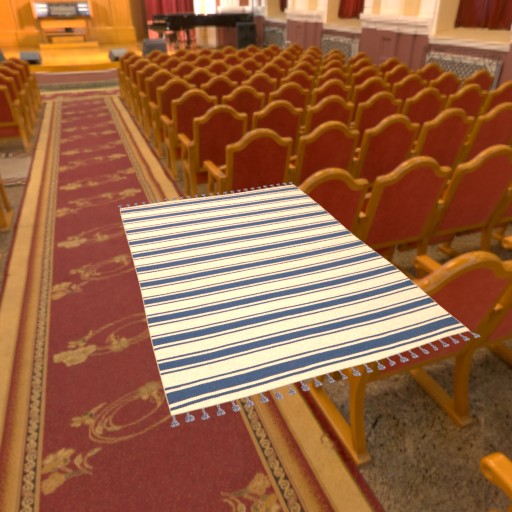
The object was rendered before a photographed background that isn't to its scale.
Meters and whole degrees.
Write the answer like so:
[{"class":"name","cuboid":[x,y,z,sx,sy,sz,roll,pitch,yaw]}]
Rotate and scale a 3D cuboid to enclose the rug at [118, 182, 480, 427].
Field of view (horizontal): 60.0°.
[{"class":"rug","cuboid":[0.000,0.000,2.889,1.544,0.010,2.315,-10,32,-17]}]
